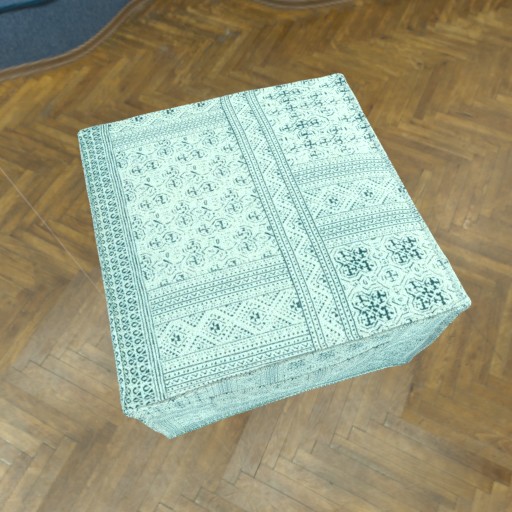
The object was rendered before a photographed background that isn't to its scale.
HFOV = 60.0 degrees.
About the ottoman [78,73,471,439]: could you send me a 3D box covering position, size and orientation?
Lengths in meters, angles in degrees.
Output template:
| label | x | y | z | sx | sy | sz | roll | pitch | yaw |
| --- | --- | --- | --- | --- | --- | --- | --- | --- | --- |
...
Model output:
| label | x | y | z | sx | sy | sz | roll | pitch | yaw |
| --- | --- | --- | --- | --- | --- | --- | --- | --- | --- |
| ottoman | 0.000 | 0.000 | 1.016 | 0.617 | 0.439 | 0.626 | -15 | 64 | -8 |
